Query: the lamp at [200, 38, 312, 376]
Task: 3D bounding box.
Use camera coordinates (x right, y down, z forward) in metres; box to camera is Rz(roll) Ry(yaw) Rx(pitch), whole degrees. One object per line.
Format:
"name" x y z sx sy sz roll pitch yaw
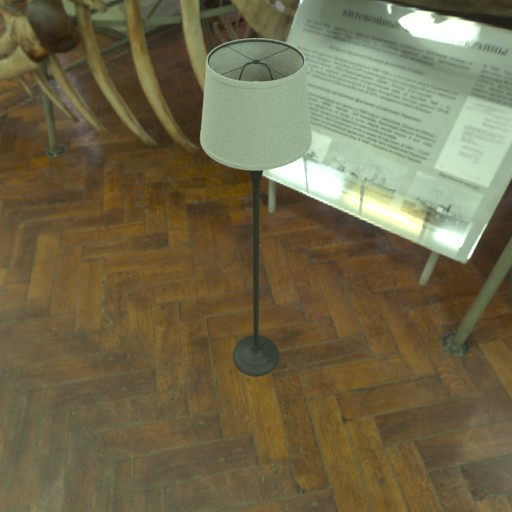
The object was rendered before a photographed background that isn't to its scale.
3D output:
"lamp" 0.000 0.000 1.691 0.327 1.506 0.327 3 48 2
